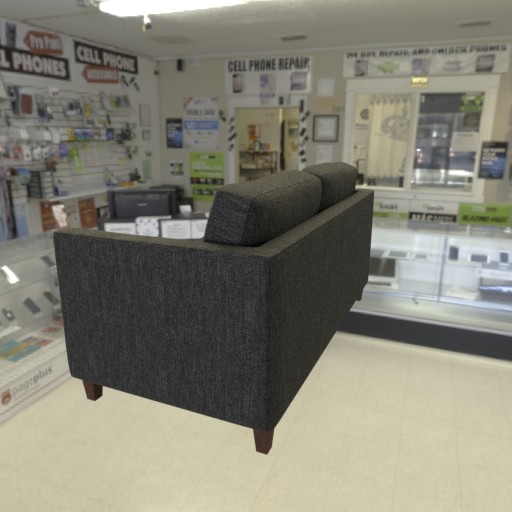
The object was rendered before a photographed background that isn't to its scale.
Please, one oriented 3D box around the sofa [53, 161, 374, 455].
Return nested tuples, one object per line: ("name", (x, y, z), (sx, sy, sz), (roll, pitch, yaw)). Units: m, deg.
("sofa", (0.000, 0.000, 2.413), (0.950, 0.963, 1.884), (7, 17, 23))
